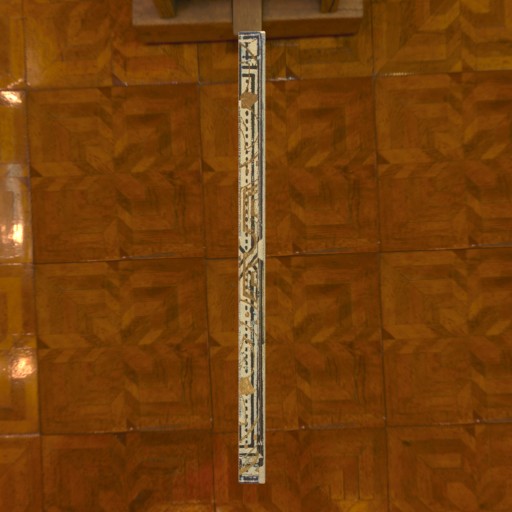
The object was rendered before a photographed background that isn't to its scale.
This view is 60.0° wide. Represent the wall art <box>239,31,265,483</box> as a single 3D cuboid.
[{"bbox_3d":[0.000,0.000,0.898,0.036,0.607,0.609,0,91,1],"label":"wall art"}]
